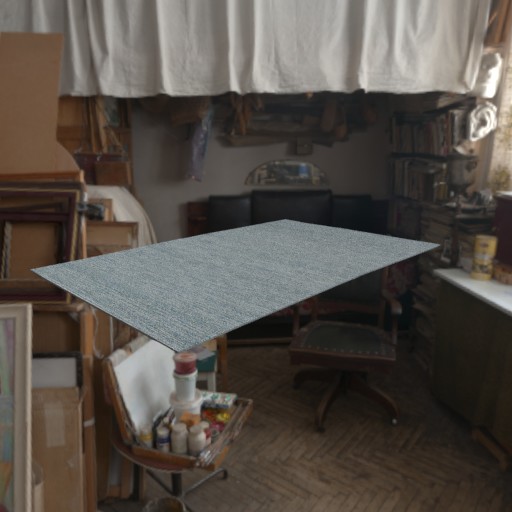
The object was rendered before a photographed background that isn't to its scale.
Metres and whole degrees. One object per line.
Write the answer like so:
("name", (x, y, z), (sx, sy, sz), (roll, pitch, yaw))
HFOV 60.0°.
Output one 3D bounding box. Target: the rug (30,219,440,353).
("rug", (0.000, 0.000, 2.322), (1.174, 0.022, 1.853), (14, 21, 43))
